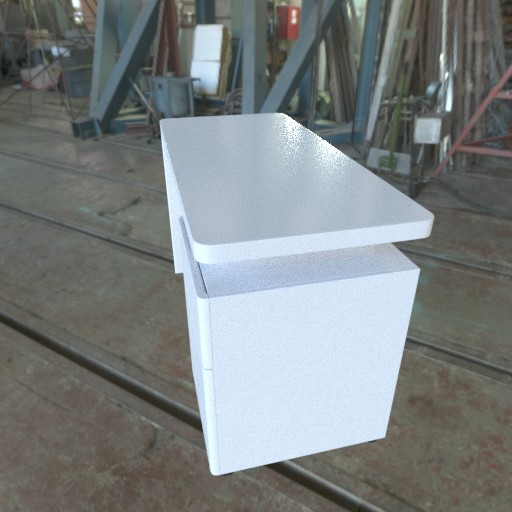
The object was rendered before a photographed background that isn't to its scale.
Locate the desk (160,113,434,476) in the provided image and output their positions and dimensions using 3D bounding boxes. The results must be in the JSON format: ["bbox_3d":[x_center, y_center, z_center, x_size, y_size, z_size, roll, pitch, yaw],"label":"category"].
[{"bbox_3d":[0.000,0.000,1.618,0.550,0.760,1.200,-7,30,-12],"label":"desk"}]
